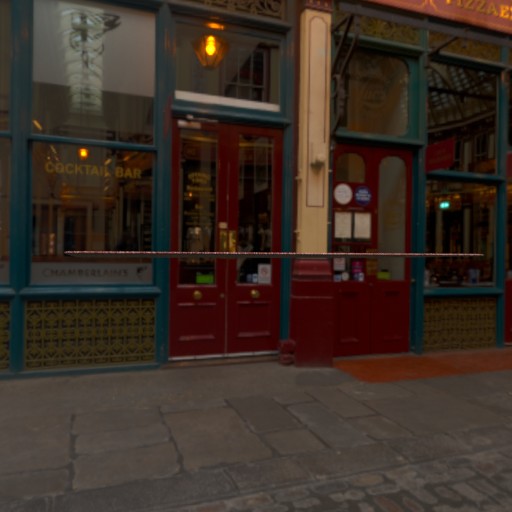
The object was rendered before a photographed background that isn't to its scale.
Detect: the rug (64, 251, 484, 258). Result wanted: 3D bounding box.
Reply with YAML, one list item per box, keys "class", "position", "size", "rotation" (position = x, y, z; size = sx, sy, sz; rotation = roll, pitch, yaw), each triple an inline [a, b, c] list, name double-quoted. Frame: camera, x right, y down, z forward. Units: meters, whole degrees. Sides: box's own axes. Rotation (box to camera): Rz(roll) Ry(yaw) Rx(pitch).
- class: "rug"
  position: [0.000, 0.000, 5.181]
  size: [3.965, 0.025, 2.803]
  rotation: [0, -1, -20]
